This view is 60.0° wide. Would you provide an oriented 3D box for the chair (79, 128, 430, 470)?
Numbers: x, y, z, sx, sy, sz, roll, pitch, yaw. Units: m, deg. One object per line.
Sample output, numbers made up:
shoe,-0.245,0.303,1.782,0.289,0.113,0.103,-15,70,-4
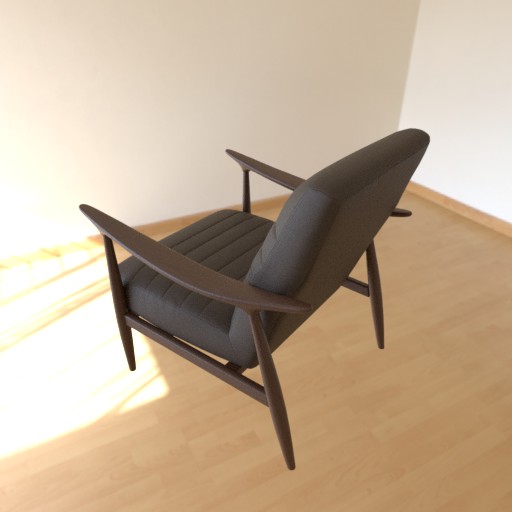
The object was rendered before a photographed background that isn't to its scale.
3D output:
chair,0.000,0.000,1.420,0.798,0.831,0.741,21,37,31
